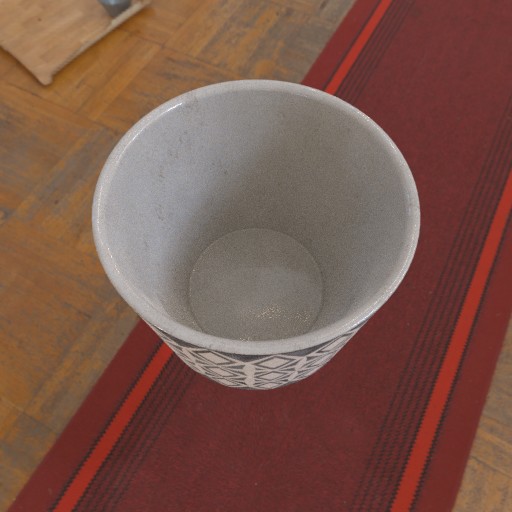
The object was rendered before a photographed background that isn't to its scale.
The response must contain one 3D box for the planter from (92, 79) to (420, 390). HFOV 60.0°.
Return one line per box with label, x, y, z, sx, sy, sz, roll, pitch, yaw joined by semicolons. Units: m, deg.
planter;0.000;0.000;0.452;0.260;0.220;0.260;0;63;0
